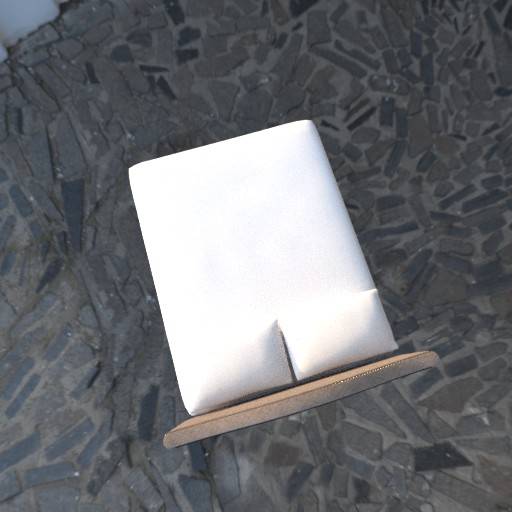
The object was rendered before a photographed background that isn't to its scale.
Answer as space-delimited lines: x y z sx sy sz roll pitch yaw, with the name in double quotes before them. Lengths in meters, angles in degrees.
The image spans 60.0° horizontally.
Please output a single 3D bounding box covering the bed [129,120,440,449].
"bed" 0.000 0.000 3.302 1.713 1.518 2.153 -16 76 -4
